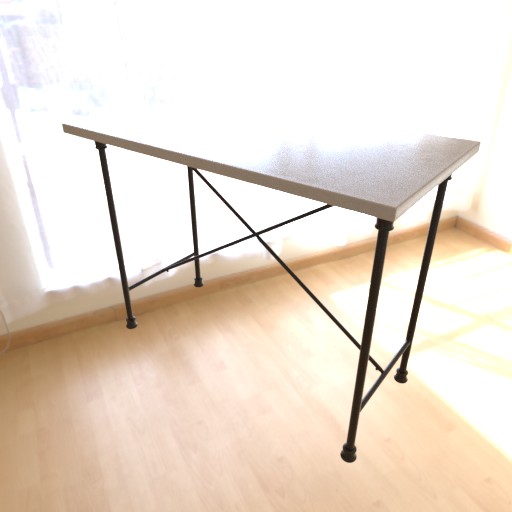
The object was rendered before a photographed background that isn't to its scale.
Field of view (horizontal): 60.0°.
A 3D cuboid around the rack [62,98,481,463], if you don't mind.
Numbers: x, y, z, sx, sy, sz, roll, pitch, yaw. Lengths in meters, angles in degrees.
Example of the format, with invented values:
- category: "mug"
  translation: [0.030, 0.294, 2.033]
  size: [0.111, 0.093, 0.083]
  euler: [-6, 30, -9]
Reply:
- category: "rack"
  translation: [0.000, 0.000, 1.585]
  size: [1.159, 0.880, 0.613]
  euler: [21, 35, 32]
